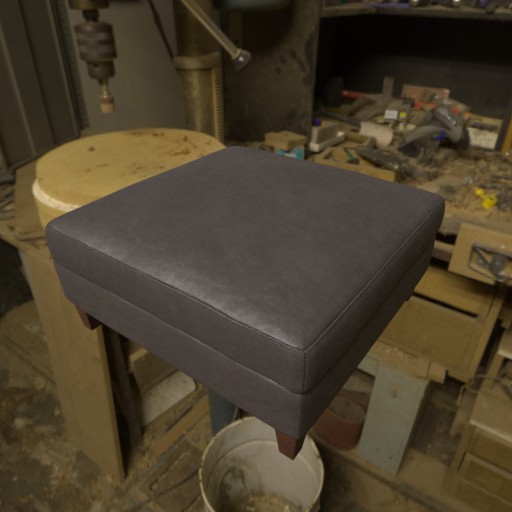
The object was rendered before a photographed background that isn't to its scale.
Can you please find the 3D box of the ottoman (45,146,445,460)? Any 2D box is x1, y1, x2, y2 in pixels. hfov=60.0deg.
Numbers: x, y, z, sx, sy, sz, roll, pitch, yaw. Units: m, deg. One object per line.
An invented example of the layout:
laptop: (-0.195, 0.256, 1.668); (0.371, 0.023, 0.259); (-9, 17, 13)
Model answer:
ottoman: (0.000, 0.000, 1.317); (0.844, 0.415, 0.836); (21, 38, 30)
